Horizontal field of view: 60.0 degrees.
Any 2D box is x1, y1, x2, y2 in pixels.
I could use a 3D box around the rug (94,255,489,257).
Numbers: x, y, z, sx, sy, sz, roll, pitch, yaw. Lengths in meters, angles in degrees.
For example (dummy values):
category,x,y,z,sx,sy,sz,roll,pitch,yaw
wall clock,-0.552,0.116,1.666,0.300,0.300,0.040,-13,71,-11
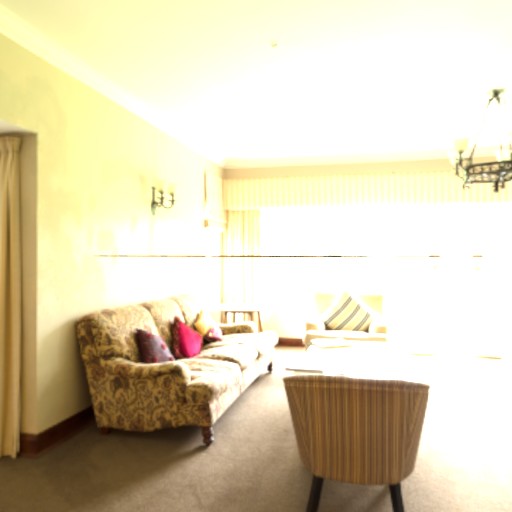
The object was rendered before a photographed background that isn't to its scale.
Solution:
category,x,y,z,sx,sy,sz,roll,pitch,yaw
rug,0.000,0.000,3.028,1.513,0.008,2.423,0,0,-35
